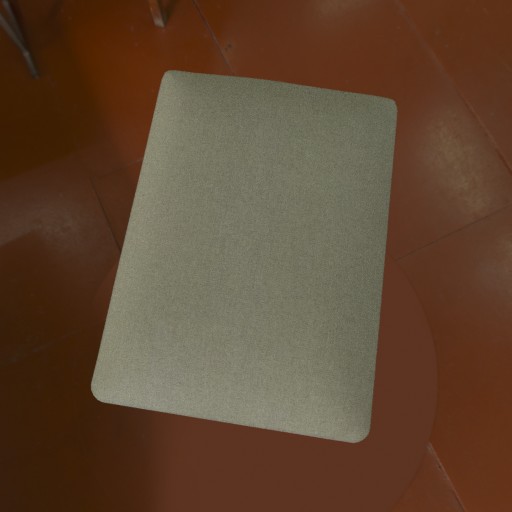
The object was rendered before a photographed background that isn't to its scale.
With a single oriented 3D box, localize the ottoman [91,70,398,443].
[{"bbox_3d":[0.000,0.000,1.234,0.619,0.504,0.843,8,76,2],"label":"ottoman"}]
